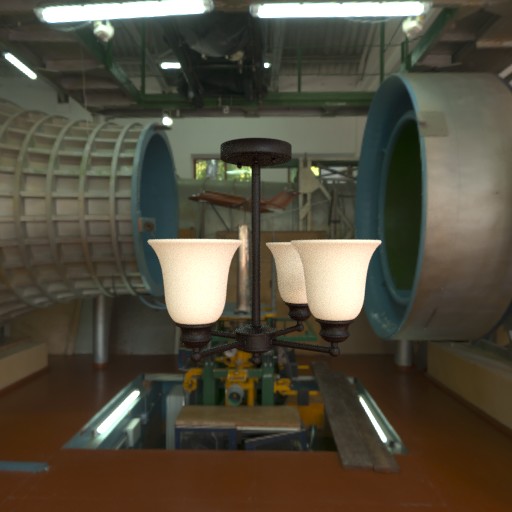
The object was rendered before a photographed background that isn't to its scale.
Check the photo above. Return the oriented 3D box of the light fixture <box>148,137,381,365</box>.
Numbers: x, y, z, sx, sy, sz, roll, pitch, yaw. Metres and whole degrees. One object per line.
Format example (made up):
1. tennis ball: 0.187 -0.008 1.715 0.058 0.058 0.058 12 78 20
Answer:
1. light fixture: 0.000 0.000 1.881 1.069 0.925 1.069 1 1 36
